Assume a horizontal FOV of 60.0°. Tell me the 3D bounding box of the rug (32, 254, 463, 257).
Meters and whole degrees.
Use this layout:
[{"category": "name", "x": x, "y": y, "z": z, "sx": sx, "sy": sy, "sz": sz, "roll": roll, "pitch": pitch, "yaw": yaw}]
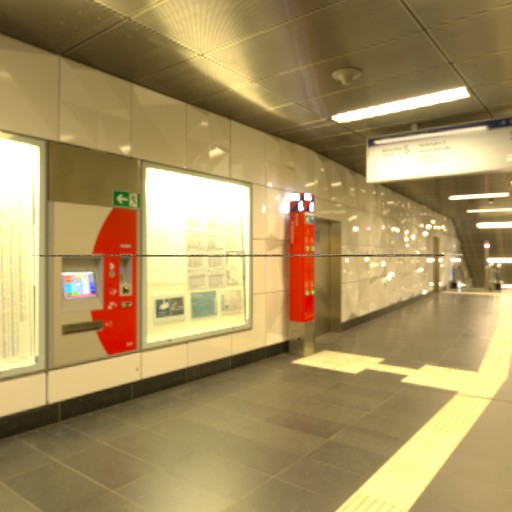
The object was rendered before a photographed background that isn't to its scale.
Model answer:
[{"category": "rug", "x": 0.000, "y": 0.000, "z": 3.073, "sx": 2.440, "sy": 0.010, "sz": 1.529, "roll": 0, "pitch": 0, "yaw": 18}]
